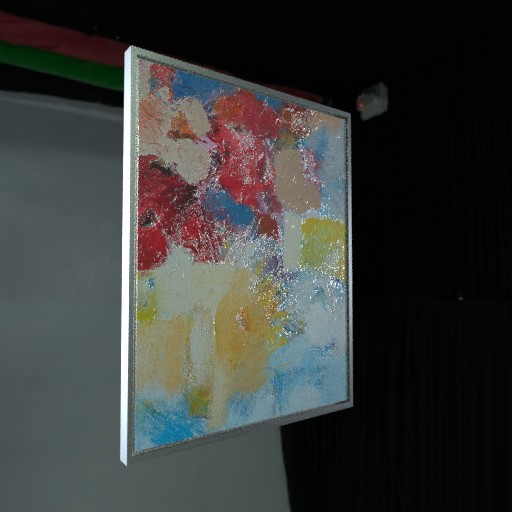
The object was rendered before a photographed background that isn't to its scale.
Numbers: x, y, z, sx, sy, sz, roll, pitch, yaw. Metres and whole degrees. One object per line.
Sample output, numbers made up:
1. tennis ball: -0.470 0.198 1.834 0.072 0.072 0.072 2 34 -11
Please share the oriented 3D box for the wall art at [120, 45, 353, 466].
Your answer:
1. wall art: 0.000 0.000 0.740 0.444 0.569 0.025 2 -3 -36
